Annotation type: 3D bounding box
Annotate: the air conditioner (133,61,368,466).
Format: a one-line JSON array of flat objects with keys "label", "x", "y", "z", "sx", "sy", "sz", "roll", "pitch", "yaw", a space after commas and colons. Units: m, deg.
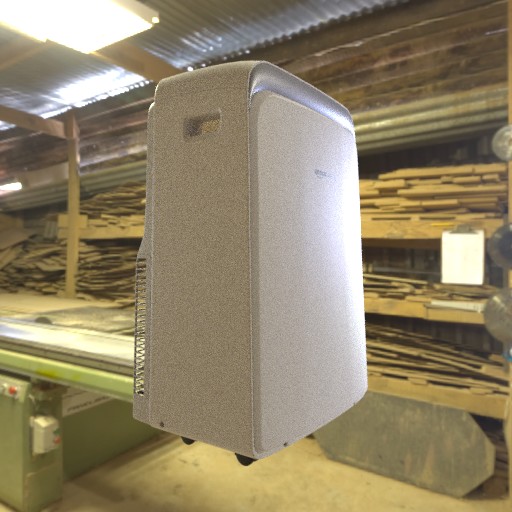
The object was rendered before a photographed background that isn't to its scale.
[{"label": "air conditioner", "x": 0.000, "y": 0.000, "z": 0.948, "sx": 0.365, "sy": 0.700, "sz": 0.454, "roll": 0, "pitch": 0, "yaw": 37}]
